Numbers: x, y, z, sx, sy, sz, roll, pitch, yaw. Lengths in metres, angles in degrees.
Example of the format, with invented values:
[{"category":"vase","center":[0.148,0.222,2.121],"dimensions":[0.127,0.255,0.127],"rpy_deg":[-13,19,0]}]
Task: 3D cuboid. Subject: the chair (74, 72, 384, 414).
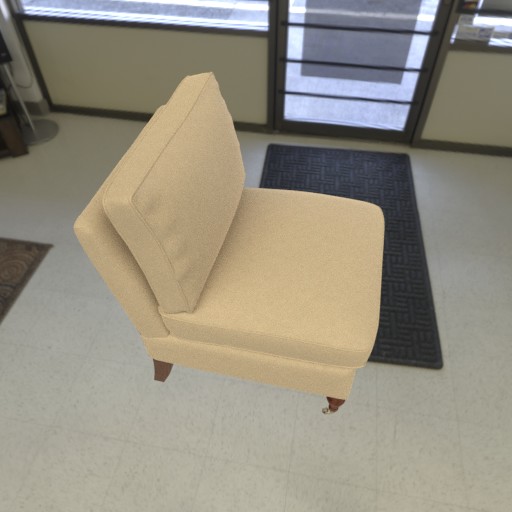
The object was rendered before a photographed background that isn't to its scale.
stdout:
[{"category":"chair","center":[0.000,0.000,1.662],"dimensions":[0.912,1.052,0.724],"rpy_deg":[10,49,9]}]
